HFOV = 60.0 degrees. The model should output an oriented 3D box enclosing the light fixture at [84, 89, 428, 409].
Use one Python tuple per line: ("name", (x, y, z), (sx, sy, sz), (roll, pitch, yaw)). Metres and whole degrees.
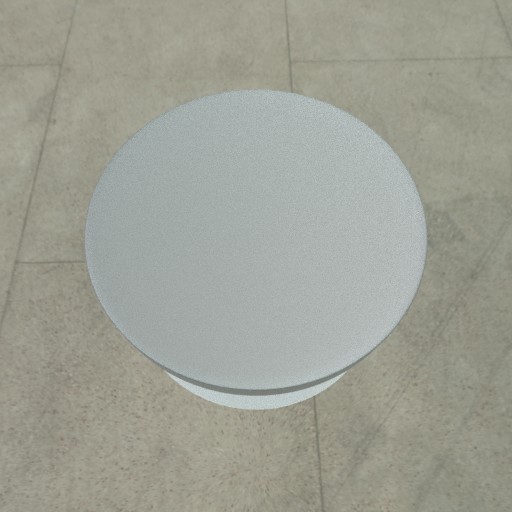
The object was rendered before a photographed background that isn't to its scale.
("light fixture", (0.000, 0.000, 0.613), (0.393, 0.229, 0.393), (0, 65, 0))
